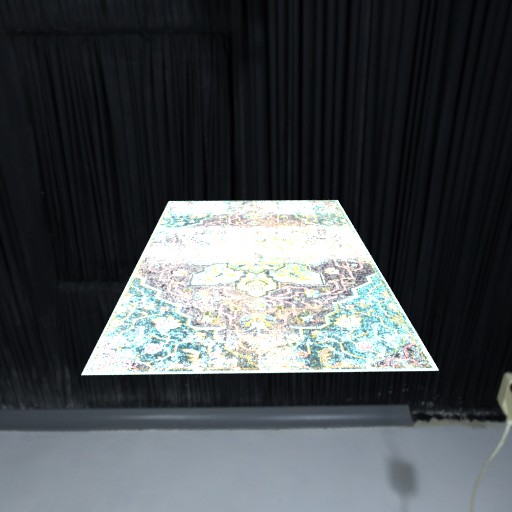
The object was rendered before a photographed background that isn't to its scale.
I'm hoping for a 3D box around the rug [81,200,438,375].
[{"bbox_3d":[0.000,0.000,2.947,1.566,0.004,2.363,0,25,0],"label":"rug"}]
